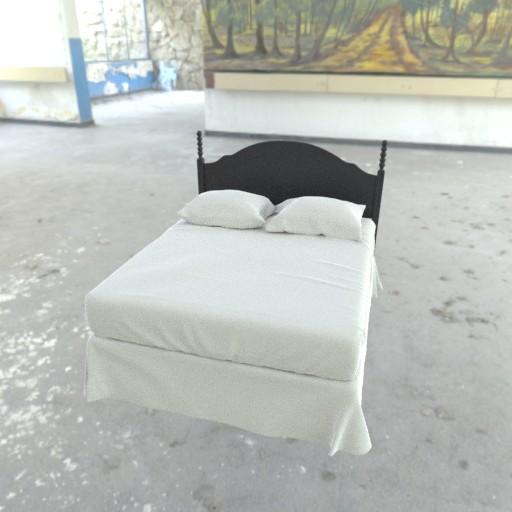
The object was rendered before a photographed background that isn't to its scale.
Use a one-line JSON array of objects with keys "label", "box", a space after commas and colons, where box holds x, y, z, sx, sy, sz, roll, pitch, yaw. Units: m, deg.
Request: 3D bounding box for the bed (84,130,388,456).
[{"label": "bed", "box": [0.000, 0.000, 3.171, 1.873, 1.356, 2.040, 7, 26, 14]}]
